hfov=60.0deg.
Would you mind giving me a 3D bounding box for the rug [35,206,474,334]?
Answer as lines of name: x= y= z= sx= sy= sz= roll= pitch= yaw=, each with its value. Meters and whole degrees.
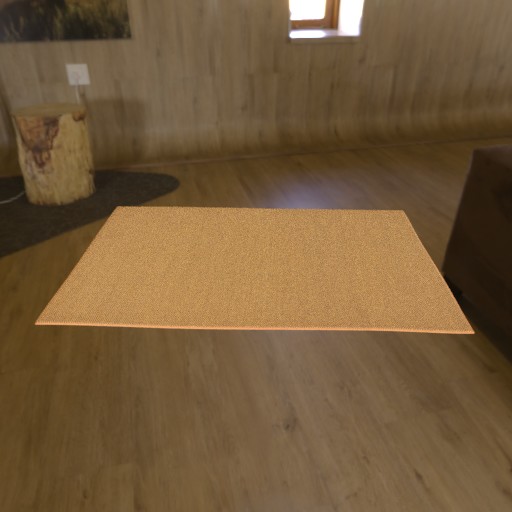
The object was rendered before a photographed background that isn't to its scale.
rug: x=0.000 y=0.000 z=2.137 sx=1.678 sy=0.013 sz=1.078 roll=1 pitch=31 yaw=2
